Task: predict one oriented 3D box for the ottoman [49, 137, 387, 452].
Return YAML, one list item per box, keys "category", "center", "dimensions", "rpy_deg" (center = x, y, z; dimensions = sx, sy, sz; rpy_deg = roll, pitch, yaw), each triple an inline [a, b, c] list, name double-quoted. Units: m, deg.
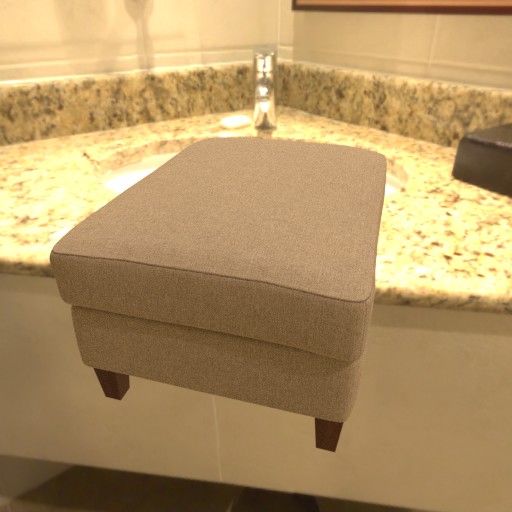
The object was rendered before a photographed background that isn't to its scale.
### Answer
- category: "ottoman"
  center: [0.000, 0.000, 1.294]
  dimensions: [0.677, 0.519, 0.898]
  rpy_deg: [8, 31, 14]
